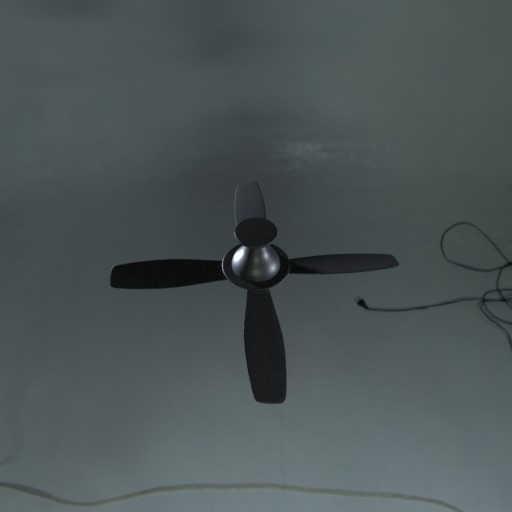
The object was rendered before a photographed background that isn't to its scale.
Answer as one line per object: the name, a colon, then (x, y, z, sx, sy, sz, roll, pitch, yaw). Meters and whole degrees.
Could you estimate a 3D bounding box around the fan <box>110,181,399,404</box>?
fan: (0.000, 0.000, 2.542, 1.694, 0.382, 1.694, -3, 45, -3)
